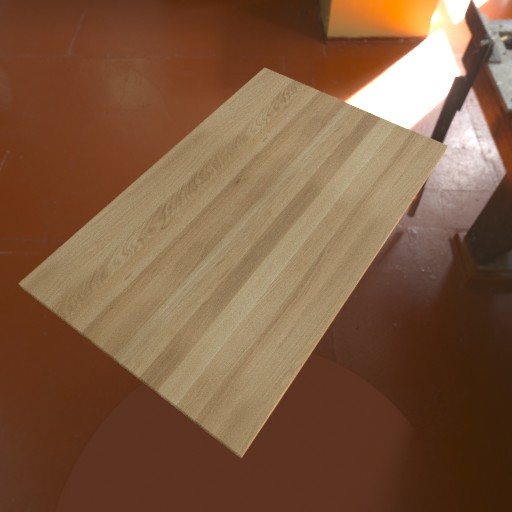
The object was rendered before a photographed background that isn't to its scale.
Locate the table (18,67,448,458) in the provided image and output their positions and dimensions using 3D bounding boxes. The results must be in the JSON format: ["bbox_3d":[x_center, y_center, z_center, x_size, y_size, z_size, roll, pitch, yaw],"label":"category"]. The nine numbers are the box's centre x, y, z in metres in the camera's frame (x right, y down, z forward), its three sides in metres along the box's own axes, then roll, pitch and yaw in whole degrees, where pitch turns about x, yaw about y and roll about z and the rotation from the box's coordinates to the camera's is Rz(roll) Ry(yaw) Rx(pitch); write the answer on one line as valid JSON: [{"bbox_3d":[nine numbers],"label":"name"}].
[{"bbox_3d":[0.000,0.000,1.471,0.700,0.510,1.100,31,62,18],"label":"table"}]
